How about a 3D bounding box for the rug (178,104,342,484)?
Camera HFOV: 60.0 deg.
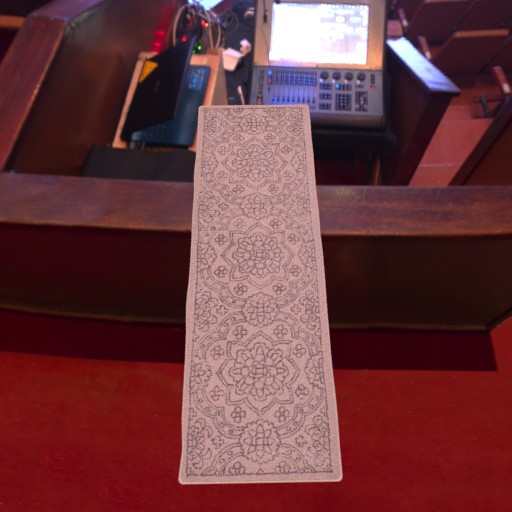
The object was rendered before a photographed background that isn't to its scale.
[{"bbox_3d":[0.000,0.000,2.666,0.806,0.006,2.431,-1,64,0],"label":"rug"}]
